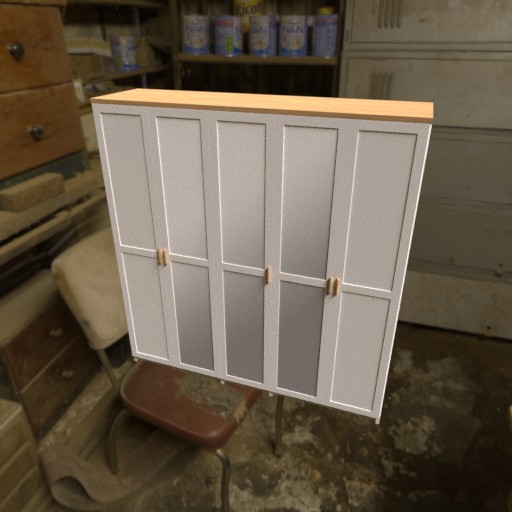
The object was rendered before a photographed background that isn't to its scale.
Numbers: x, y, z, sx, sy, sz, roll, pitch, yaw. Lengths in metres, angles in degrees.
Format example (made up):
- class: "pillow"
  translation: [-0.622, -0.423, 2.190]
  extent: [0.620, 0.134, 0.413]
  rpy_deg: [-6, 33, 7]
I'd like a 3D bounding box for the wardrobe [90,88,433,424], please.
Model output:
- class: "wardrobe"
  translation: [0.000, 0.000, 3.384]
  extent: [2.160, 2.260, 0.590]
  rpy_deg: [9, 29, 17]
